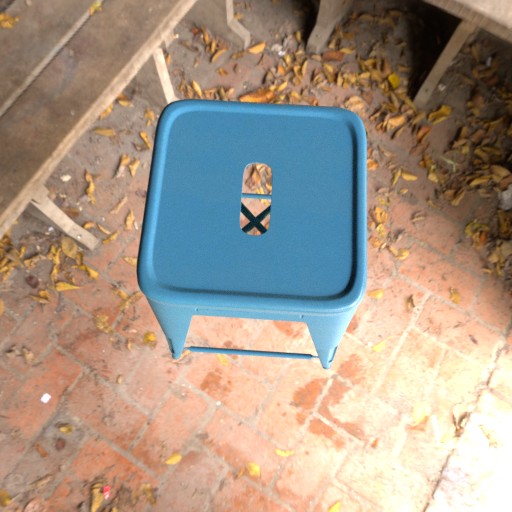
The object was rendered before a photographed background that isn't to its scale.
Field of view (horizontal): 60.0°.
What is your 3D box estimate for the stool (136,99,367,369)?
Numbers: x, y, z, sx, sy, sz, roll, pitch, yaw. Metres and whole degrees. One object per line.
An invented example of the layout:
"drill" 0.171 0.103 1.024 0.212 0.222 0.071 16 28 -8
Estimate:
"stool" 0.000 0.000 0.904 0.410 0.608 0.410 4 74 1
